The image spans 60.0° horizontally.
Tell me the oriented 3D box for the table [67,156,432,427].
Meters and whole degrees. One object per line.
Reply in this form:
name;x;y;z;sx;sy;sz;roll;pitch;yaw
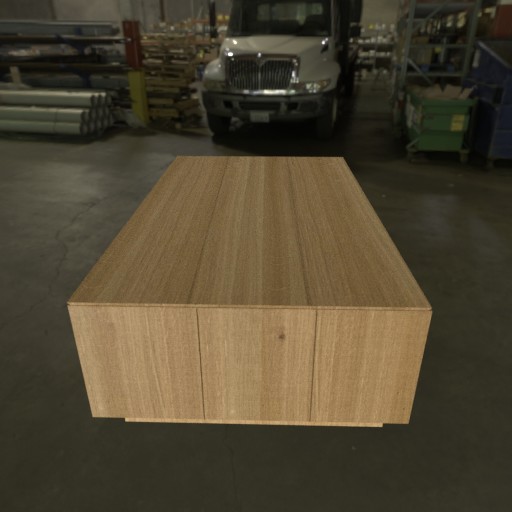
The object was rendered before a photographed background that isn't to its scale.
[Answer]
table;0.000;0.000;1.394;0.678;0.353;1.110;1;27;1
